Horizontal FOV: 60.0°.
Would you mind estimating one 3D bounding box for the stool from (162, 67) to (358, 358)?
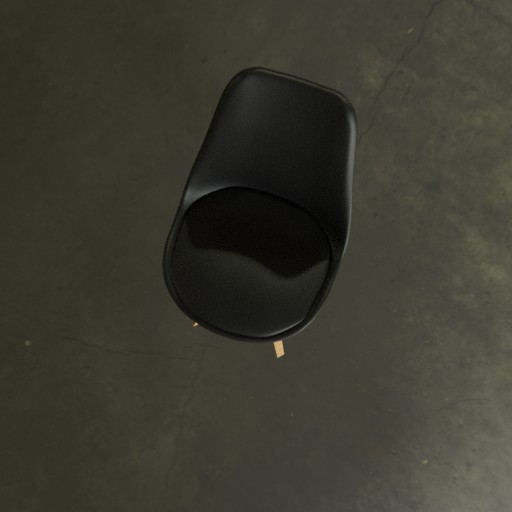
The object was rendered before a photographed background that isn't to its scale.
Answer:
[{"bbox_3d":[0.000,0.000,1.407,0.485,1.115,0.550,20,77,5],"label":"stool"}]
